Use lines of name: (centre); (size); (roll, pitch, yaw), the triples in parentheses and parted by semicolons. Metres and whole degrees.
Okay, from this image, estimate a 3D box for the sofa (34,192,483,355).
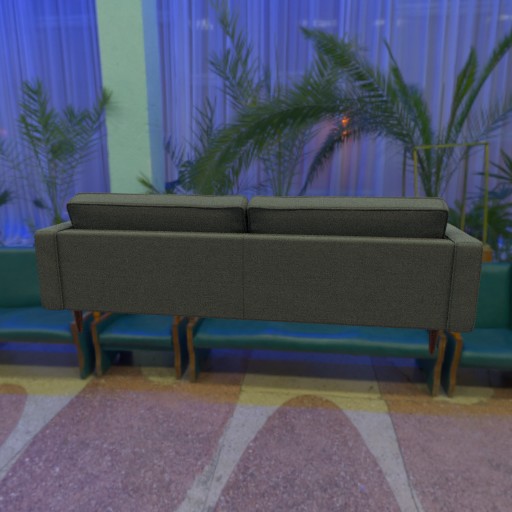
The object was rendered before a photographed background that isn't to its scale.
sofa: (0.000, 0.000, 2.598); (2.198, 0.762, 0.914); (2, 13, 8)
